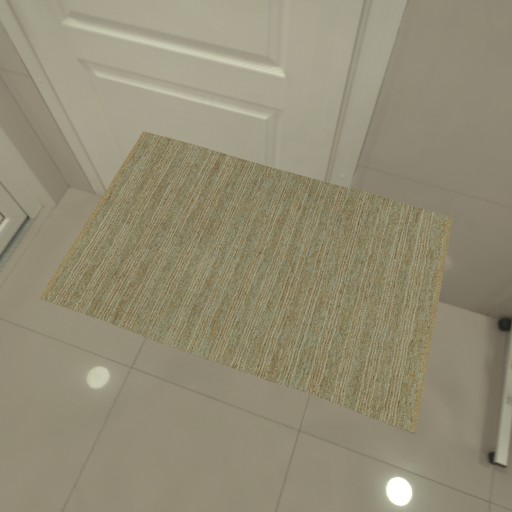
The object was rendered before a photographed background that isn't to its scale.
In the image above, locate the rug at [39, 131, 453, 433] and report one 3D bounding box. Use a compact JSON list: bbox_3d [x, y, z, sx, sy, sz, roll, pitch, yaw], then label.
[{"bbox_3d":[0.000,0.000,3.023,2.448,0.012,1.540,17,64,9],"label":"rug"}]
